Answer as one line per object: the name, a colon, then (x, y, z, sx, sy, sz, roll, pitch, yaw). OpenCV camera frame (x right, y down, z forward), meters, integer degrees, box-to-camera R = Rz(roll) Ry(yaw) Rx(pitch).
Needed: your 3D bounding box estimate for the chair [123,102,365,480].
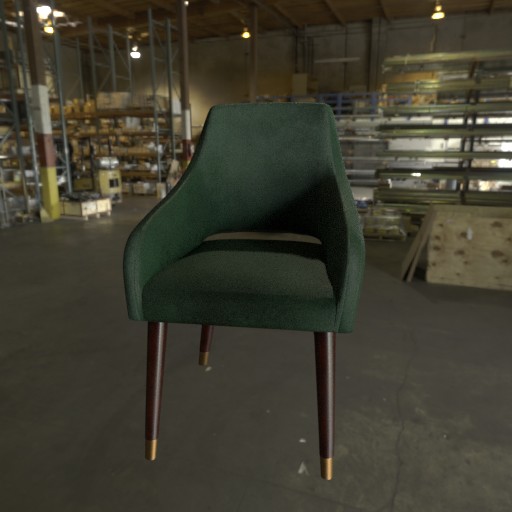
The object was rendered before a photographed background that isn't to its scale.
chair: (0.000, 0.000, 1.534, 0.683, 1.081, 0.794, 2, 14, 9)
